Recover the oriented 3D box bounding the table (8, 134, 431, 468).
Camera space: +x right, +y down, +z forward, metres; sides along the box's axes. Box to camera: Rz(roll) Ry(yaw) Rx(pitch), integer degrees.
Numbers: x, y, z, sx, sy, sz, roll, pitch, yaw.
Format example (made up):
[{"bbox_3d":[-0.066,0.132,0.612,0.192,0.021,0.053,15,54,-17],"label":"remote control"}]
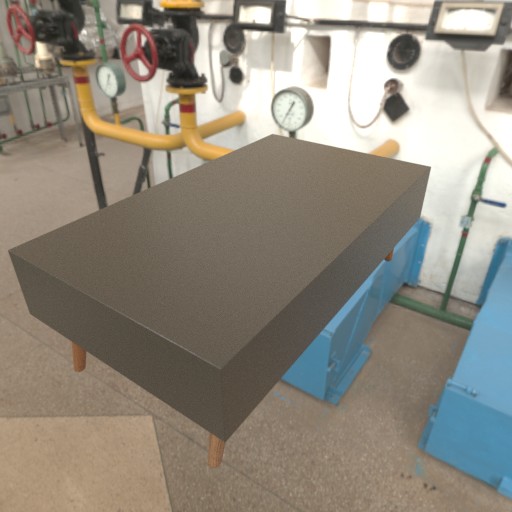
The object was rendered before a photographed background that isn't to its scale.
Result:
[{"bbox_3d":[0.000,0.000,1.468,0.703,0.404,1.201,21,38,29],"label":"table"}]
